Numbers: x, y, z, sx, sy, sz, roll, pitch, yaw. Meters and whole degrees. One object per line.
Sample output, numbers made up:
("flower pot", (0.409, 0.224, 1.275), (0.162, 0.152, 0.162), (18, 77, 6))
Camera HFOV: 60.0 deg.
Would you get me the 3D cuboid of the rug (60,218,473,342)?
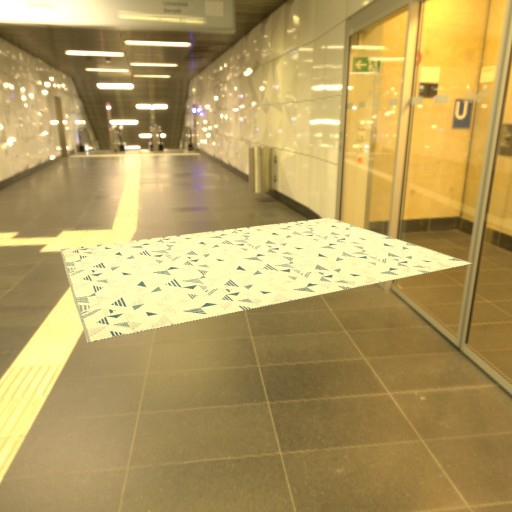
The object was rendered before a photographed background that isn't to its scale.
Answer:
("rug", (0.000, 0.000, 2.338), (1.835, 0.003, 1.206), (-8, 19, -26))
